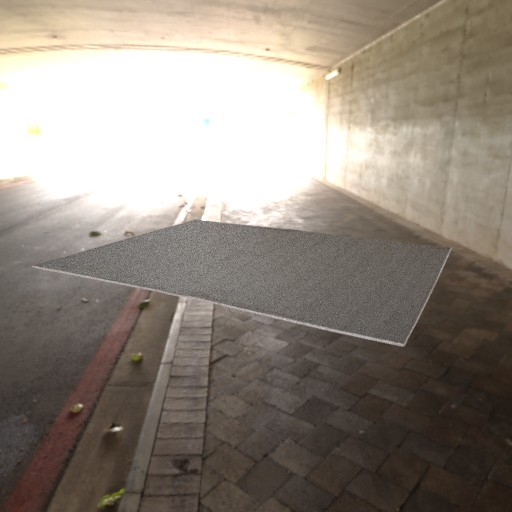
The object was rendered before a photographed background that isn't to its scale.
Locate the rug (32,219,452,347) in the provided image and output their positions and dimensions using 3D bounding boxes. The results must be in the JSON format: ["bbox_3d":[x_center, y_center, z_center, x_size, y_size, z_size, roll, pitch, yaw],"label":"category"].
[{"bbox_3d":[0.000,0.000,4.953,3.778,0.053,2.873,8,18,28],"label":"rug"}]
